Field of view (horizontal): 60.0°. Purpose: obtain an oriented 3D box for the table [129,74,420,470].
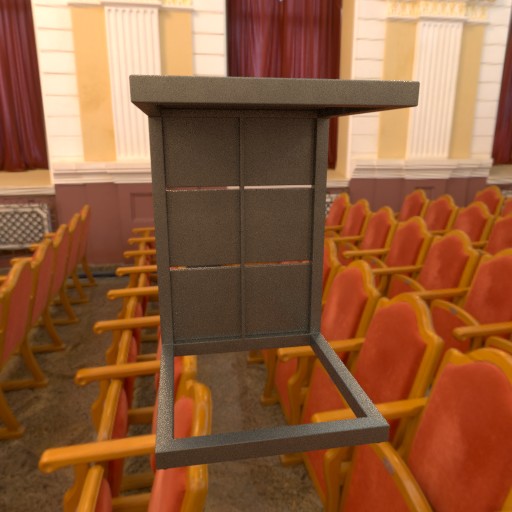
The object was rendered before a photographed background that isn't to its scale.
[{"bbox_3d":[0.000,0.000,0.879,0.405,0.609,0.420,-3,15,-10],"label":"table"}]
